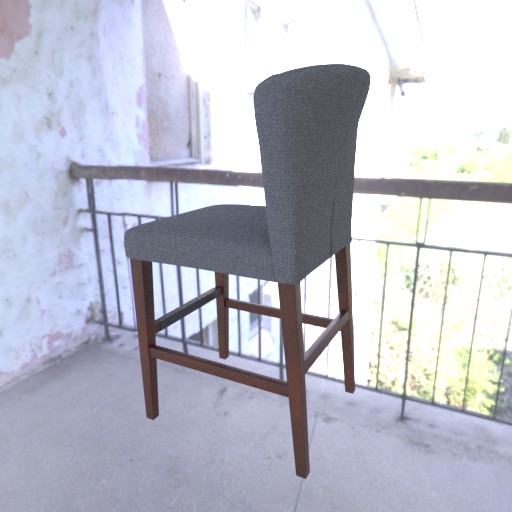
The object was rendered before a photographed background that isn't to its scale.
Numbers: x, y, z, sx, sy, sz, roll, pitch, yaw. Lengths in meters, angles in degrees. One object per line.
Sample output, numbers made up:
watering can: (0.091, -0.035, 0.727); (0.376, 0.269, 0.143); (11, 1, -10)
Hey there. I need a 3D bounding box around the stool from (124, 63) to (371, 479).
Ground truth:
stool: (0.000, 0.000, 1.262); (0.568, 0.968, 0.479); (8, 18, 27)
